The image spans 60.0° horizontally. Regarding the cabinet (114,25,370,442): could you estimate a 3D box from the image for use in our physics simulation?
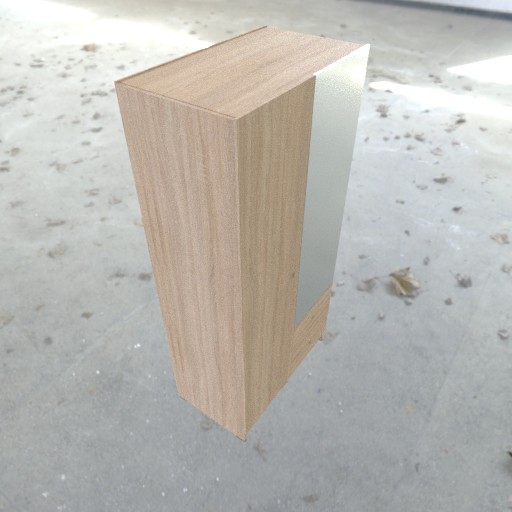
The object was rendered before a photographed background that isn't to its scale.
[{"bbox_3d":[0.000,0.000,2.520,0.590,2.121,1.001,25,47,26],"label":"cabinet"}]
